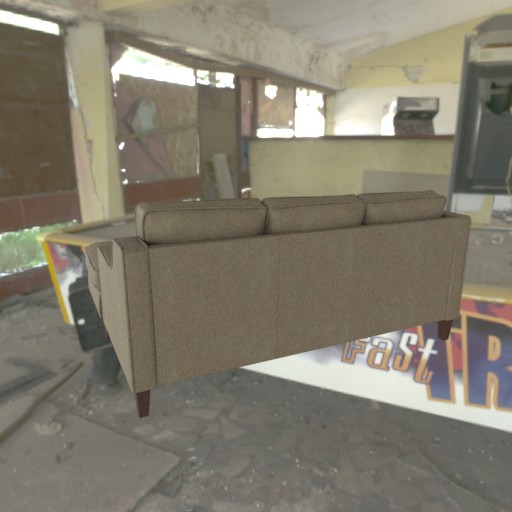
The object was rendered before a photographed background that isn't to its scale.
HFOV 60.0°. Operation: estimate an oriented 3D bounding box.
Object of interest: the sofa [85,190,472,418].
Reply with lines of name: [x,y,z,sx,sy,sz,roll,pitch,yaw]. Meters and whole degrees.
sofa: [0.000,0.000,3.365,2.317,1.081,1.858,-7,16,-25]
